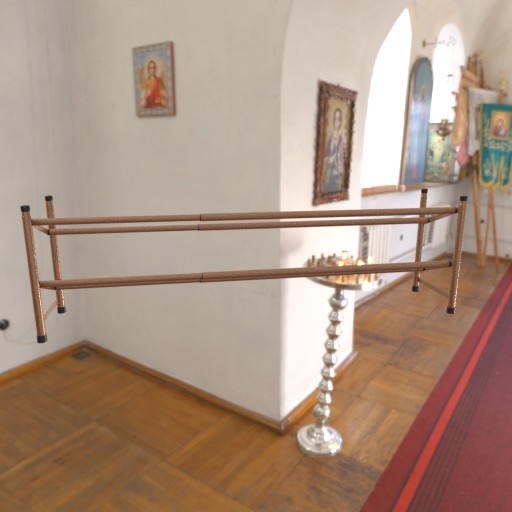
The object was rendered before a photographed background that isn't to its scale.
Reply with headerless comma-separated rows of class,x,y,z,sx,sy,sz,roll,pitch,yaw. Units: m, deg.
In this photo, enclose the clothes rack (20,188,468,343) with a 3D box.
clothes rack,0.000,0.000,1.284,1.168,0.349,0.229,-2,14,-10
